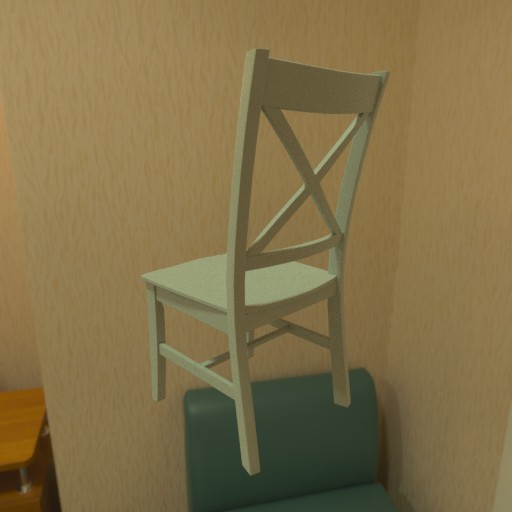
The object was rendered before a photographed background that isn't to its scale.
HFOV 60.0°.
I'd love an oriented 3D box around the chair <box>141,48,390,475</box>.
[{"bbox_3d":[0.000,0.000,1.276,0.485,0.983,0.542,-15,21,-43],"label":"chair"}]
